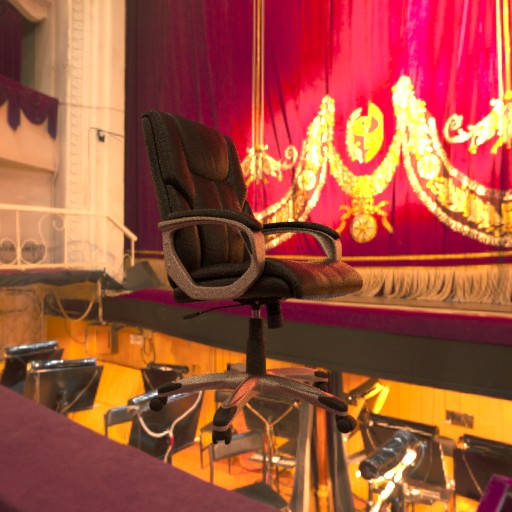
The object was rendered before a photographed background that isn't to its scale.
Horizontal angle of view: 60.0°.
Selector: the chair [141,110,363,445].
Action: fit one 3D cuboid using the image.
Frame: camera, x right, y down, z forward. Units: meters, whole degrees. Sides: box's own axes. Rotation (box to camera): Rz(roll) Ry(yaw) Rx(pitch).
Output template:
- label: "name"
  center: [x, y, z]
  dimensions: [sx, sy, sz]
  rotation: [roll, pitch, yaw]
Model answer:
- label: "chair"
  center: [0.000, 0.000, 1.657]
  dimensions: [0.780, 1.145, 0.700]
  rotation: [-1, -1, 36]
